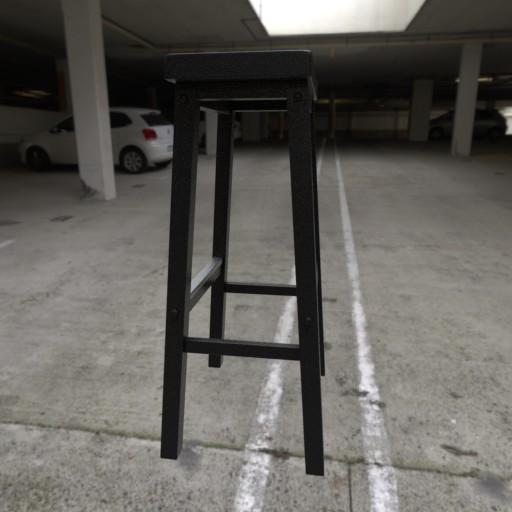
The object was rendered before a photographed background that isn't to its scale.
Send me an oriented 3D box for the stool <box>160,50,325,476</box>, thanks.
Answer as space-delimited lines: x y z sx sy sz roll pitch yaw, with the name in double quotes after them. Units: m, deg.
0.000 0.000 0.957 0.322 0.742 0.406 2 15 9 "stool"
